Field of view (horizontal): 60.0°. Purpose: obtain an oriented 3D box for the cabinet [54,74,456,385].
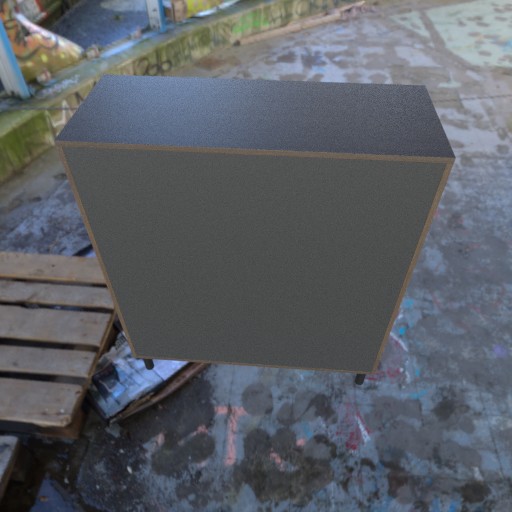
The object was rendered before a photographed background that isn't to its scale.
[{"bbox_3d":[0.000,0.000,1.666,1.010,1.170,0.400,3,46,3],"label":"cabinet"}]
